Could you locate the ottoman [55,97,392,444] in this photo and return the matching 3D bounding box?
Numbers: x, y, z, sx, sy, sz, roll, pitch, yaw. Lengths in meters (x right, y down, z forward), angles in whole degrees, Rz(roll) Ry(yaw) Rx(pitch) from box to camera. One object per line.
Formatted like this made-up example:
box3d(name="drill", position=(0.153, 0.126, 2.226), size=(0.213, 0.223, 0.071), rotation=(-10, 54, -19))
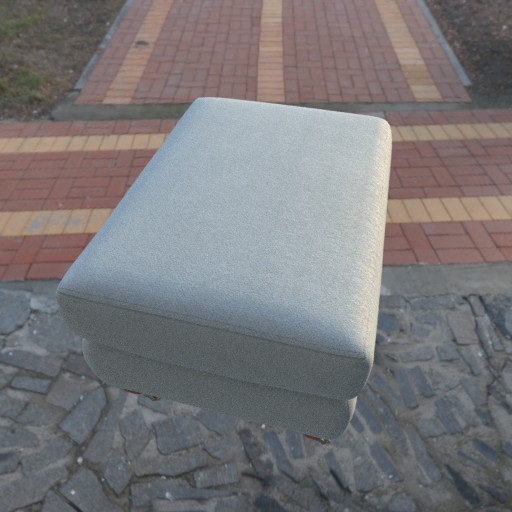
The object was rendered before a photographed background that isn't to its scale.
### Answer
box3d(name="ottoman", position=(0.000, 0.000, 1.110), size=(0.569, 0.499, 0.773), rotation=(11, 47, 10))
